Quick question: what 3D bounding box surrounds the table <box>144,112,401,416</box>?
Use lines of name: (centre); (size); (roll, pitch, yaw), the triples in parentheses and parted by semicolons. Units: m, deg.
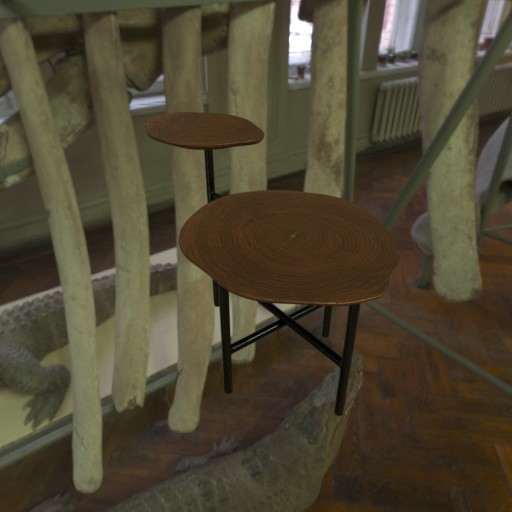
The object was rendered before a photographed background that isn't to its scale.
table: (0.000, 0.000, 1.085); (0.442, 0.538, 0.759); (-22, 38, -30)
